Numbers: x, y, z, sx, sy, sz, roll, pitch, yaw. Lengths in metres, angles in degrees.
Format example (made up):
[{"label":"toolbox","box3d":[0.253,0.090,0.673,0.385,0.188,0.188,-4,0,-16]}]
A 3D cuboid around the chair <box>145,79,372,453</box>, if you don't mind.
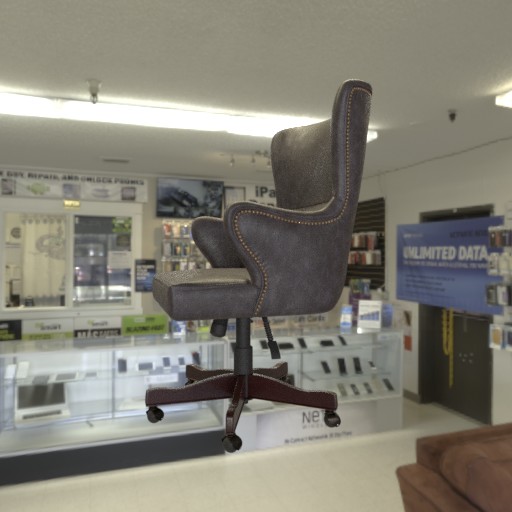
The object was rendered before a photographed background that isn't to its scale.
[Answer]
[{"label":"chair","box3d":[0.000,0.000,1.474,0.717,1.037,0.594,0,0,-18]}]
